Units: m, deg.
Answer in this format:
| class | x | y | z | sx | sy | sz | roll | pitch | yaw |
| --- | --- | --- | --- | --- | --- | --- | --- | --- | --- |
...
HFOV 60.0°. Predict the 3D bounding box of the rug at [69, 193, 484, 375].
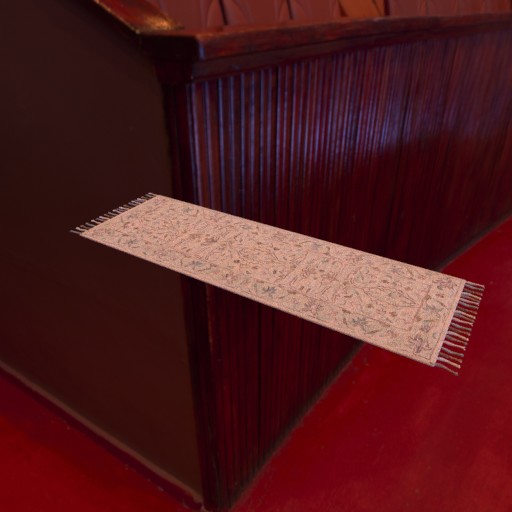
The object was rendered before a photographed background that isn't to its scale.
| class | x | y | z | sx | sy | sz | roll | pitch | yaw |
| --- | --- | --- | --- | --- | --- | --- | --- | --- | --- |
| rug | 0.000 | 0.000 | 2.667 | 2.440 | 0.013 | 0.769 | 18 | 35 | 27 |
